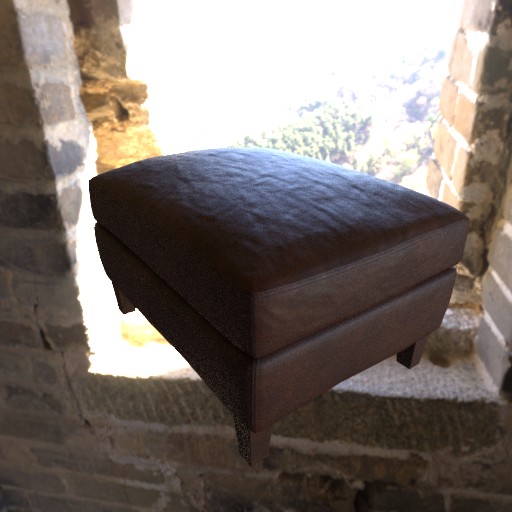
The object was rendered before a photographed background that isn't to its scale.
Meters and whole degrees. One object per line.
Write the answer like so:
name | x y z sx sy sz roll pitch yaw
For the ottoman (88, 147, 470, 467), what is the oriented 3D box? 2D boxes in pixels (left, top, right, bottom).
ottoman | 0.000 0.000 1.239 0.659 0.527 0.887 -17 30 -32
